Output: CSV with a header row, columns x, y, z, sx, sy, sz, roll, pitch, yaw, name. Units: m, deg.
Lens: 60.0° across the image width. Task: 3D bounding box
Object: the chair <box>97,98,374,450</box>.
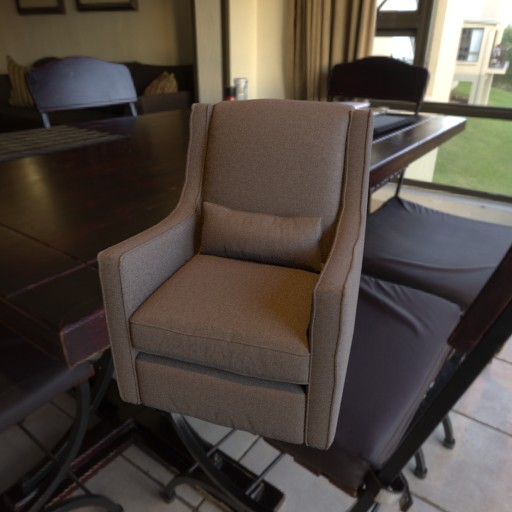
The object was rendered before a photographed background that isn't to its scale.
x,y,z,sx,sy,sz,roll,pitch,yaw,name
0.000,0.000,1.598,0.732,0.993,0.879,8,27,15,chair
